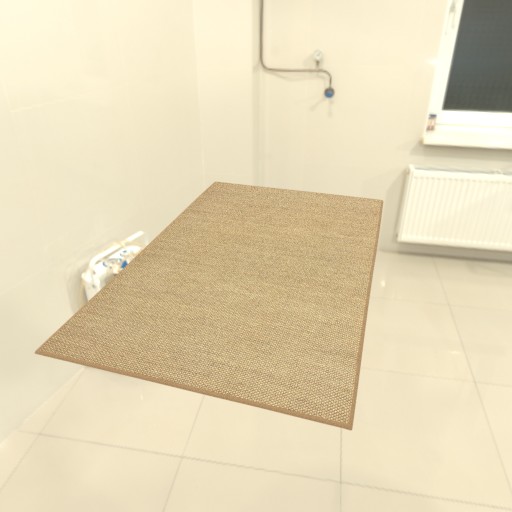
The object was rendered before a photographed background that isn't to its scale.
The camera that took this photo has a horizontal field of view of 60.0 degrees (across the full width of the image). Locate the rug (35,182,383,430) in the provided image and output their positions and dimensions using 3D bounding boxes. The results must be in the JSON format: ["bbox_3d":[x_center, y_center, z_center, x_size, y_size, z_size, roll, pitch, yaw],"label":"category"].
[{"bbox_3d":[0.000,0.000,2.043,1.061,0.012,1.668,9,31,14],"label":"rug"}]
